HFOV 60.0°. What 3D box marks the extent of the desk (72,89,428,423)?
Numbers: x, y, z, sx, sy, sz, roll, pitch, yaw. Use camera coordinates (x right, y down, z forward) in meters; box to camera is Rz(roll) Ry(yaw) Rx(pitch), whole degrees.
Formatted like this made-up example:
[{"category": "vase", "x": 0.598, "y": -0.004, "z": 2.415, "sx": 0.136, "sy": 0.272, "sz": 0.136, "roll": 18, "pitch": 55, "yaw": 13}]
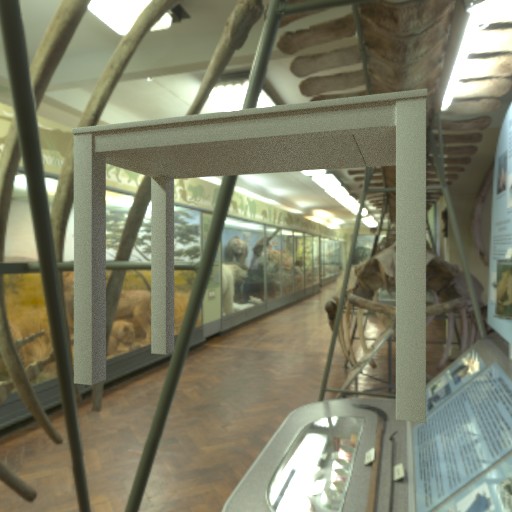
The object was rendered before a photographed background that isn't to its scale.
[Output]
[{"category": "desk", "x": 0.000, "y": 0.000, "z": 1.401, "sx": 0.990, "sy": 0.762, "sz": 0.497, "roll": 0, "pitch": 0, "yaw": 19}]
